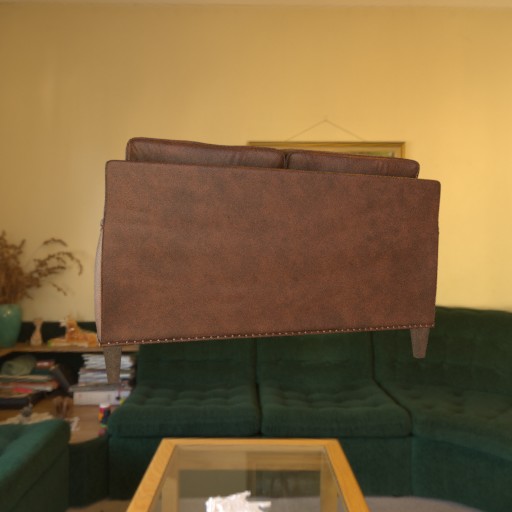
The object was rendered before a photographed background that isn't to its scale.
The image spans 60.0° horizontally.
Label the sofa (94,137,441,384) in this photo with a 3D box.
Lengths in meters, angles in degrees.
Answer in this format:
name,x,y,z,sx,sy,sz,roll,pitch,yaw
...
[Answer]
name,x,y,z,sx,sy,sz,roll,pitch,yaw
sofa,0.000,0.000,2.365,1.628,1.003,1.083,0,0,-18
